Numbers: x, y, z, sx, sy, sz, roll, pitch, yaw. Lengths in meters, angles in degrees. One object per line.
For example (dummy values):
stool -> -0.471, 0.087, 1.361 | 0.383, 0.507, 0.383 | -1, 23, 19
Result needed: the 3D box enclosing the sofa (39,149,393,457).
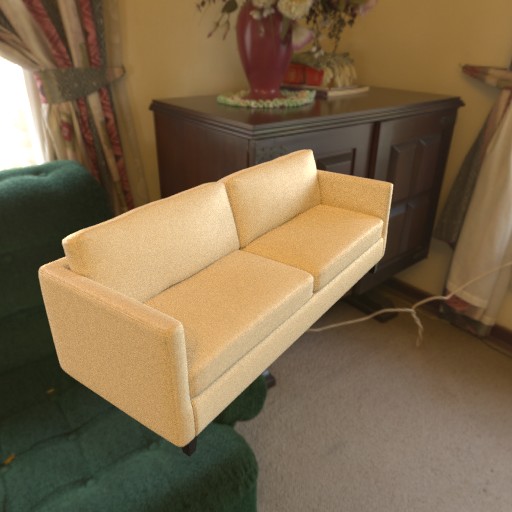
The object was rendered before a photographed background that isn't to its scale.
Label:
sofa -> 0.000, 0.000, 2.919 | 0.948, 0.965, 2.434 | 18, 31, 32
